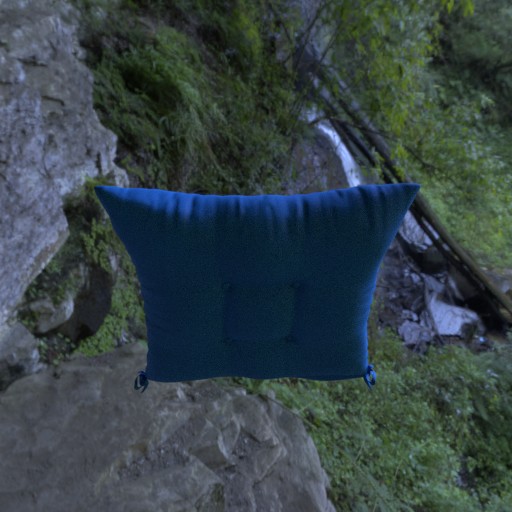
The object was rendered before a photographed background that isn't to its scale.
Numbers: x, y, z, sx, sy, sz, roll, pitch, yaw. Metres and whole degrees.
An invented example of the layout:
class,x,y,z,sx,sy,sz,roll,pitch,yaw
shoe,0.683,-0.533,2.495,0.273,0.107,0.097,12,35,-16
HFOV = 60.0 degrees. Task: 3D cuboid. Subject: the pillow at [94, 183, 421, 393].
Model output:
class,x,y,z,sx,sy,sz,roll,pitch,yaw
pillow,0.000,0.000,1.022,0.541,0.536,0.585,-1,30,-1
